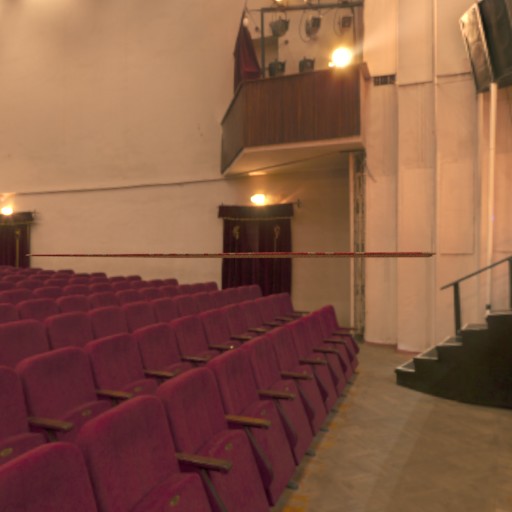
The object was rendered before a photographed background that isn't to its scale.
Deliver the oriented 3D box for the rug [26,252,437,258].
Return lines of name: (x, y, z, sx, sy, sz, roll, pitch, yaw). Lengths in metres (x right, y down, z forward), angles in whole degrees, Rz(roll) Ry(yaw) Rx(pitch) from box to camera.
rug: (0.000, 0.000, 4.161, 3.095, 0.016, 2.441, 0, -1, 20)
